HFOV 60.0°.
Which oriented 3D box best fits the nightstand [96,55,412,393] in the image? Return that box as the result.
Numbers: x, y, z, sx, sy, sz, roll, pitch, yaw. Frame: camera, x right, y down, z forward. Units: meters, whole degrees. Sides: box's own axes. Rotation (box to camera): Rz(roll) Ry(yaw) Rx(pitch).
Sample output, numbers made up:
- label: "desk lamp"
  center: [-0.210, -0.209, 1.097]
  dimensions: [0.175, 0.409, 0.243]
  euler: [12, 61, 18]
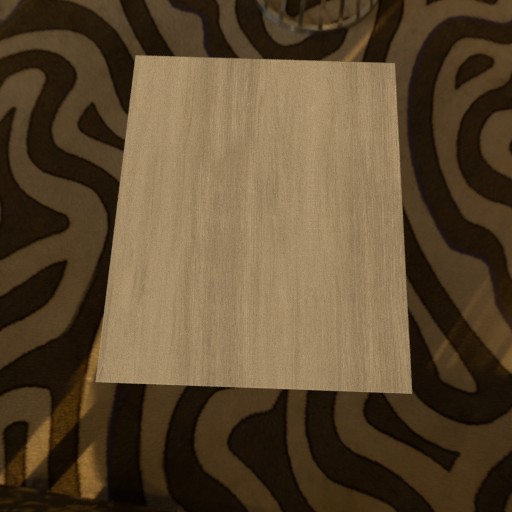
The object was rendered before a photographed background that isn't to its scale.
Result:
- label: "nightstand"
  center: [0.000, 0.000, 0.817]
  dimensions: [0.380, 0.500, 0.450]
  euler: [2, 75, 1]
